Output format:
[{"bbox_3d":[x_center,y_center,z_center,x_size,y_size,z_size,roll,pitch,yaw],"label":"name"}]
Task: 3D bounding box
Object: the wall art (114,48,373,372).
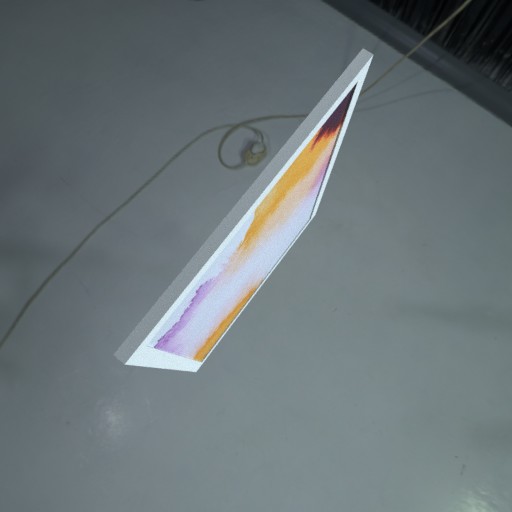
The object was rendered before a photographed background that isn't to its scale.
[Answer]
[{"bbox_3d":[0.000,0.000,0.630,0.013,0.456,0.382,36,78,9],"label":"wall art"}]
